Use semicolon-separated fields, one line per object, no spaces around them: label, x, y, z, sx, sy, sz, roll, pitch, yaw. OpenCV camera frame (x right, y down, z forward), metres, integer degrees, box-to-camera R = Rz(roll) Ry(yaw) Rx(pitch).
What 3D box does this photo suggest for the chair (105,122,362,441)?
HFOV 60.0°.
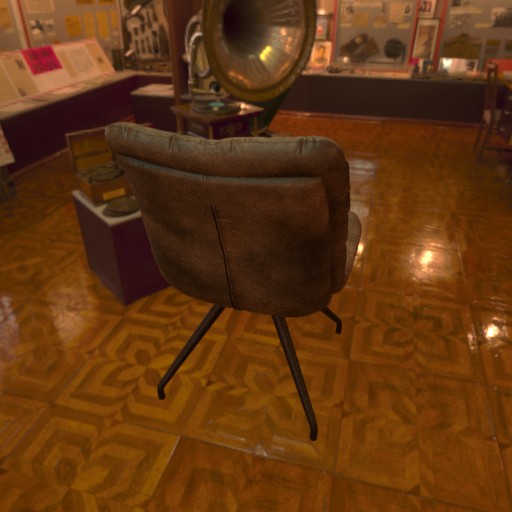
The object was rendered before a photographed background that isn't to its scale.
chair;0.000;0.000;1.264;0.549;0.870;0.622;10;33;15
